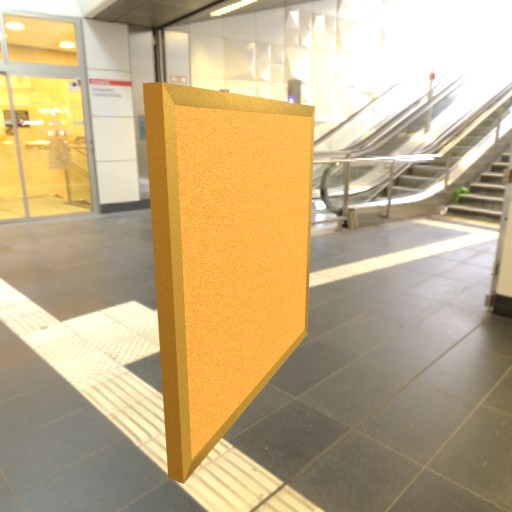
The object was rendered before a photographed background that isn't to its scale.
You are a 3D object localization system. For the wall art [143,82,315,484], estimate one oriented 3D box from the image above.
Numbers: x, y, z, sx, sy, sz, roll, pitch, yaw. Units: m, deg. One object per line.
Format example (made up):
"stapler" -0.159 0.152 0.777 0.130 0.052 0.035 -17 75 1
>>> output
"wall art" 0.000 0.000 1.134 0.038 0.762 0.762 7 17 24
